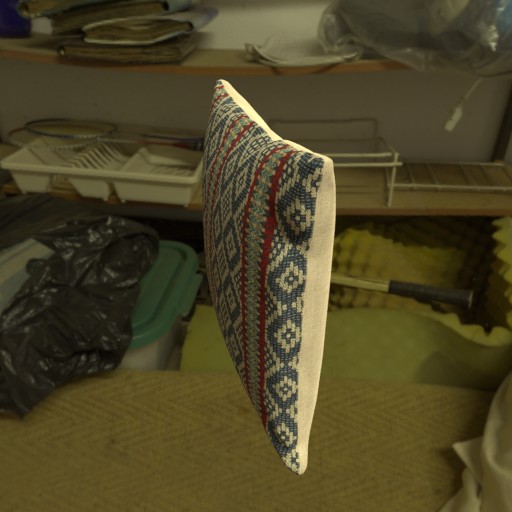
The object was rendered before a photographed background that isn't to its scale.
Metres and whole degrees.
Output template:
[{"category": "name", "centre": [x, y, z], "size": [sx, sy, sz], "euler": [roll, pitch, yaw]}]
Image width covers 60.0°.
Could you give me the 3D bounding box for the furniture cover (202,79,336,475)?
[{"category": "furniture cover", "centre": [0.000, 0.000, 0.656], "size": [0.139, 0.431, 0.431], "euler": [-8, 31, -14]}]
